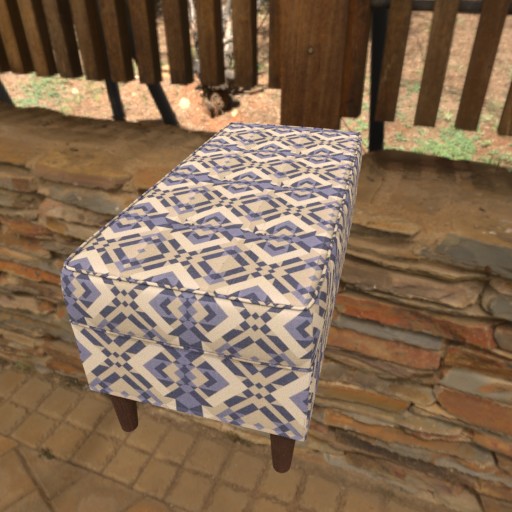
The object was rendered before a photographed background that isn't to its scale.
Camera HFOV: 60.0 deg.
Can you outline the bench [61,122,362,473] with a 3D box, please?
[{"bbox_3d":[0.000,0.000,1.270,0.492,0.477,1.016,9,33,13],"label":"bench"}]
